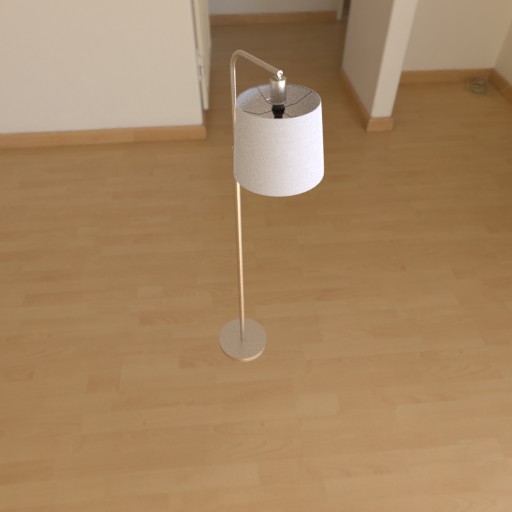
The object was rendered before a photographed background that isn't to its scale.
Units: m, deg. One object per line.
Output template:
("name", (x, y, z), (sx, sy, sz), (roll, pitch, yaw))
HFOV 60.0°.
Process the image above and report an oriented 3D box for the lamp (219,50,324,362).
("lamp", (0.000, 0.000, 1.662), (0.254, 1.478, 0.508), (-23, 50, -21))
